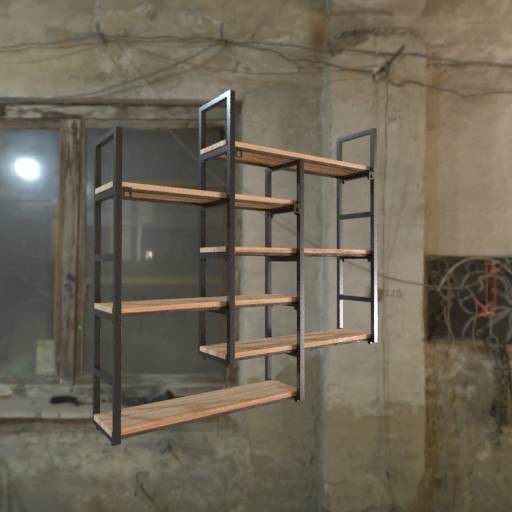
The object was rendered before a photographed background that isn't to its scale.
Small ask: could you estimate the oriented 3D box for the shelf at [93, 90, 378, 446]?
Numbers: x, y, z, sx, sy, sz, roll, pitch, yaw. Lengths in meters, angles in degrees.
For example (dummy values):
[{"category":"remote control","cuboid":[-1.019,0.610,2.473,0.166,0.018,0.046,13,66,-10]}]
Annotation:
[{"category":"shelf","cuboid":[0.000,0.000,1.390,0.946,0.921,0.183,1,-1,-36]}]
